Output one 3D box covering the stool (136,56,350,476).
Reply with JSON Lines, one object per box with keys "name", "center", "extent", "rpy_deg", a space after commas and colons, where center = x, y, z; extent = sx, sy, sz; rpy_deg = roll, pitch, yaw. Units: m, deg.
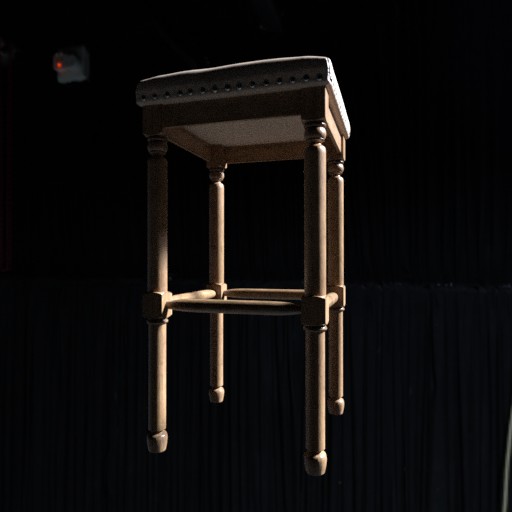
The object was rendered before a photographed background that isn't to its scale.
{"name": "stool", "center": [0.000, 0.000, 0.986], "extent": [0.382, 0.768, 0.383], "rpy_deg": [0, 0, 17]}
